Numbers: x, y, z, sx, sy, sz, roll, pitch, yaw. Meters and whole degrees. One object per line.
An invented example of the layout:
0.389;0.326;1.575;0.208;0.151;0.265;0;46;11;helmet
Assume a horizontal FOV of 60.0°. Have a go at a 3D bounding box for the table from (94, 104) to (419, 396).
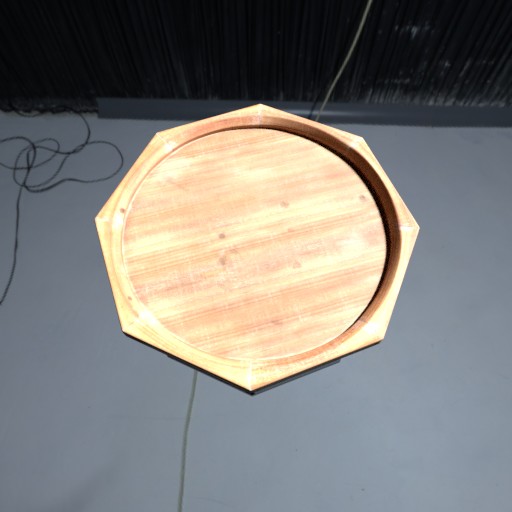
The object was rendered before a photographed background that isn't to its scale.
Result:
0.000;0.000;1.558;1.002;0.444;1.002;0;63;0;table
